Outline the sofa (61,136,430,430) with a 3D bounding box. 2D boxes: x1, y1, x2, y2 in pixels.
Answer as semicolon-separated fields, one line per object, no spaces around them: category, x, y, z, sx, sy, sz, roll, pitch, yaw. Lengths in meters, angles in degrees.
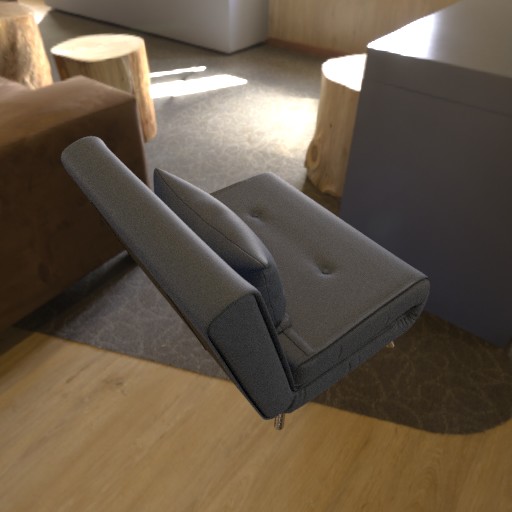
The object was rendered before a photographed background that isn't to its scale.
sofa;0.000;0.000;1.733;0.996;0.860;0.999;-26;48;-27
